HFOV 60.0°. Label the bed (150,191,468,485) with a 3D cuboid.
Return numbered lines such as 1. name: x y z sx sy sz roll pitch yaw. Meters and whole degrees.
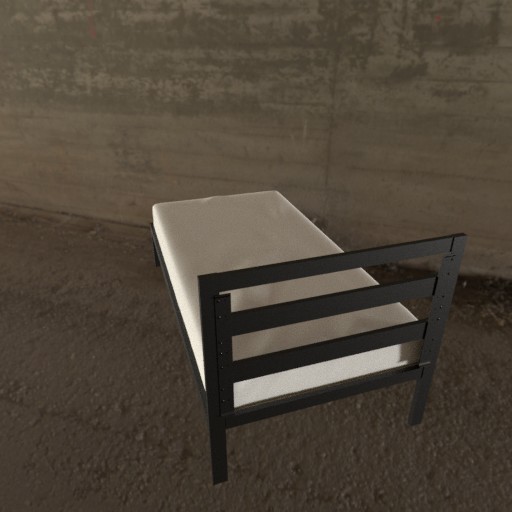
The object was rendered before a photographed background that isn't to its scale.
1. bed: 0.000 0.000 2.497 0.991 0.967 1.930 -9 29 -16
